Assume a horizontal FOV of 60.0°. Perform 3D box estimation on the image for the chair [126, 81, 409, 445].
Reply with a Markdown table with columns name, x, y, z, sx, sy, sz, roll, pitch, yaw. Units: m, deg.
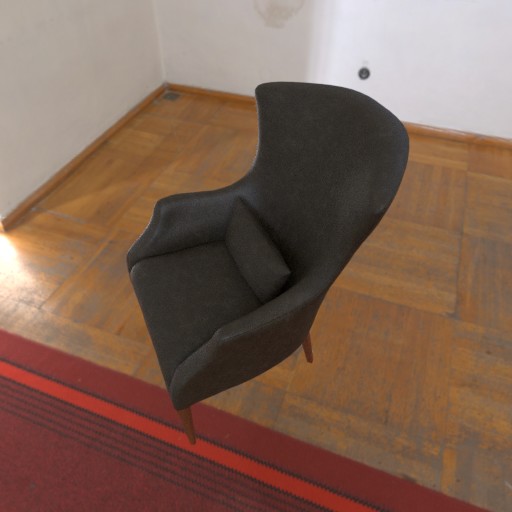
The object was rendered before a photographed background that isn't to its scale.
| name | x | y | z | sx | sy | sz | roll | pitch | yaw |
| --- | --- | --- | --- | --- | --- | --- | --- | --- | --- |
| chair | 0.000 | 0.000 | 1.745 | 0.954 | 1.068 | 0.819 | -18 | 48 | -17 |
